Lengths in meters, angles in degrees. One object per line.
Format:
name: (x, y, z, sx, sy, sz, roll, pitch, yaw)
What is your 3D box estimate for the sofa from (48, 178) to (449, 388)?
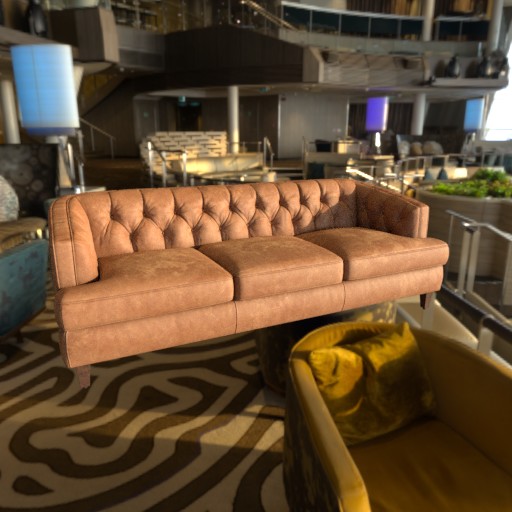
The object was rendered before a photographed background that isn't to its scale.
sofa: (0.000, 0.000, 2.662, 2.257, 0.791, 0.922, -8, 17, -25)
